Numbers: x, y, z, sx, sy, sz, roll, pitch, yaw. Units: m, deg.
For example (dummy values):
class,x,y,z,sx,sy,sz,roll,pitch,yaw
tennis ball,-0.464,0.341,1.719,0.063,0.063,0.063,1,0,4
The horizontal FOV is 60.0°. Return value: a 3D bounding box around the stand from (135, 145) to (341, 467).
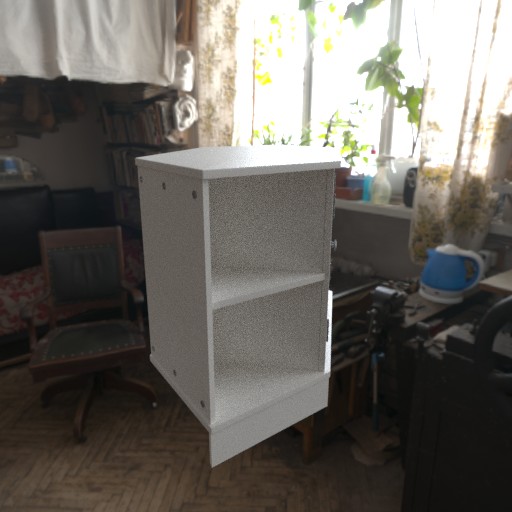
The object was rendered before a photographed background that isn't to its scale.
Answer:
class,x,y,z,sx,sy,sz,roll,pitch,yaw
stand,0.000,0.000,1.343,0.477,0.614,1.072,3,17,10
